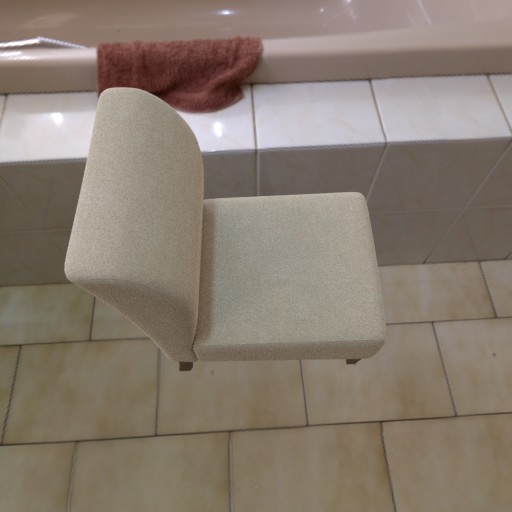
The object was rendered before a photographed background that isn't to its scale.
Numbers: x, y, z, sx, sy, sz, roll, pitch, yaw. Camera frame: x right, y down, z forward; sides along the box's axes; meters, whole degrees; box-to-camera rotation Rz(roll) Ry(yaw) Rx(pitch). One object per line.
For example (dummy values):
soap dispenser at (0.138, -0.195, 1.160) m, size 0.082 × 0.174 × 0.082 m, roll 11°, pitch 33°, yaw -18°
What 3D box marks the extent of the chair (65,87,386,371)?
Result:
chair at (0.000, 0.000, 1.318) m, size 0.754 × 0.833 × 0.521 m, roll -1°, pitch 62°, yaw 0°
